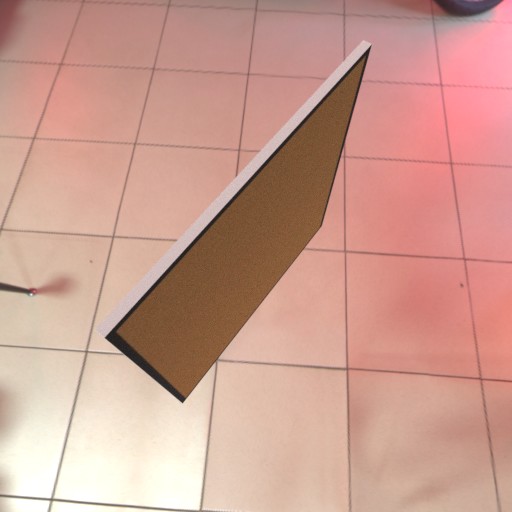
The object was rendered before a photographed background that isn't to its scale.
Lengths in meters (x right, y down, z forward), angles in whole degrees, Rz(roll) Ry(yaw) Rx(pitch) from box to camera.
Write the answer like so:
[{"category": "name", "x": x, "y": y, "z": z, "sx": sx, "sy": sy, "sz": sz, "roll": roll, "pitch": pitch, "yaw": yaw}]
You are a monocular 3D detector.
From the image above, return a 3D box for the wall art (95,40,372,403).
[{"category": "wall art", "x": 0.000, "y": 0.000, "z": 1.184, "sx": 0.022, "sy": 0.803, "sz": 0.805, "roll": 34, "pitch": 69, "yaw": 15}]
